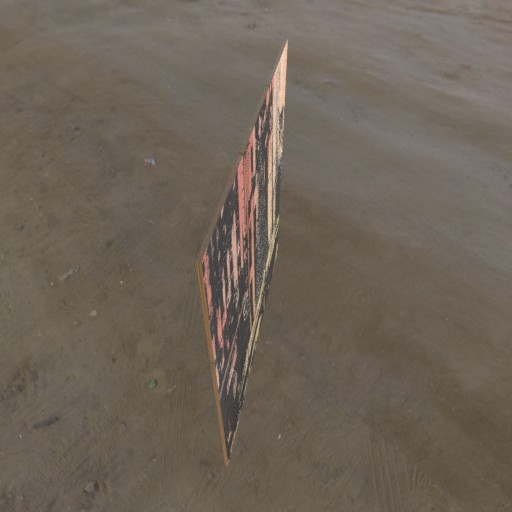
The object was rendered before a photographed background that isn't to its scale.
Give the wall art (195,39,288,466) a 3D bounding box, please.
[{"bbox_3d":[0.000,0.000,1.332,0.010,0.917,0.919,8,47,8],"label":"wall art"}]
